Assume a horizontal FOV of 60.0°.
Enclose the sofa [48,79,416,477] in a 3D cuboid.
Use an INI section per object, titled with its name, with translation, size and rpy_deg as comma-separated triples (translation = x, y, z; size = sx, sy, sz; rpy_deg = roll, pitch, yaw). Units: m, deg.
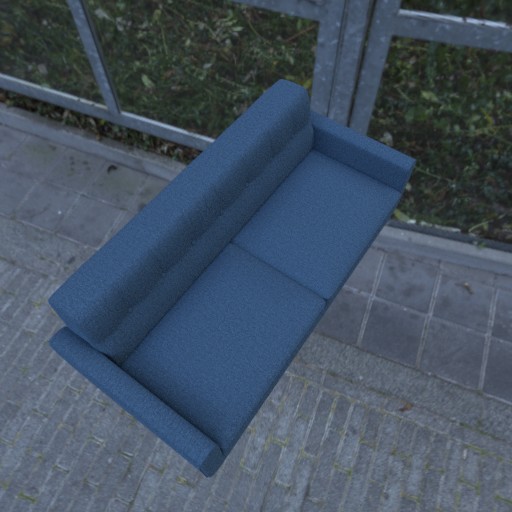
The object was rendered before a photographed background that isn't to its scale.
[sofa]
translation = 0.000, 0.000, 2.478
size = 0.942, 0.884, 2.055
rpy_deg = 31, 63, 18
